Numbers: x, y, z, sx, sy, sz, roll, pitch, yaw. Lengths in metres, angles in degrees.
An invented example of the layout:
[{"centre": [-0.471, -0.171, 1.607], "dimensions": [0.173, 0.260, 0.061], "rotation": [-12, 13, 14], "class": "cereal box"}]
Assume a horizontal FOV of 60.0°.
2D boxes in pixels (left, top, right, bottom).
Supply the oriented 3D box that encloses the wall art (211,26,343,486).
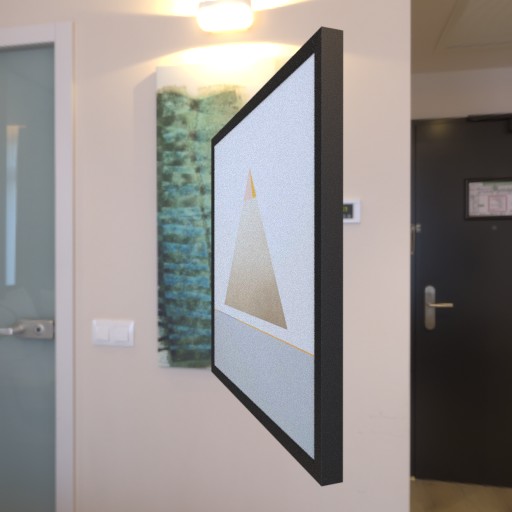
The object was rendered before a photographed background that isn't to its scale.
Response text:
[{"centre": [0.000, 0.000, 1.106], "dimensions": [0.042, 0.766, 0.769], "rotation": [0, 0, -20], "class": "wall art"}]
